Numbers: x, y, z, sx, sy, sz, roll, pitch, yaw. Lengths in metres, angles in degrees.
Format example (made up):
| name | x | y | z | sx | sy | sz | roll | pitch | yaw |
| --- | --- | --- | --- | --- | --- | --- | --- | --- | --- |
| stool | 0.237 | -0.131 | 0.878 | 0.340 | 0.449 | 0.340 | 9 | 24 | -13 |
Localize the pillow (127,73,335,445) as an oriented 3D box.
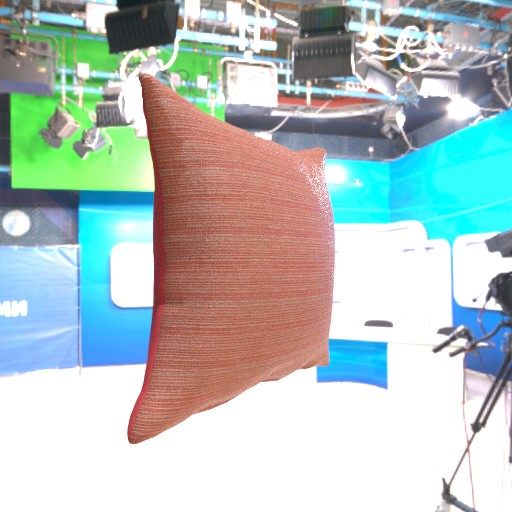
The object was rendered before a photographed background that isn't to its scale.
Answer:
| name | x | y | z | sx | sy | sz | roll | pitch | yaw |
| --- | --- | --- | --- | --- | --- | --- | --- | --- | --- |
| pillow | 0.000 | 0.000 | 0.805 | 0.229 | 0.501 | 0.559 | -1 | -1 | 36 |
